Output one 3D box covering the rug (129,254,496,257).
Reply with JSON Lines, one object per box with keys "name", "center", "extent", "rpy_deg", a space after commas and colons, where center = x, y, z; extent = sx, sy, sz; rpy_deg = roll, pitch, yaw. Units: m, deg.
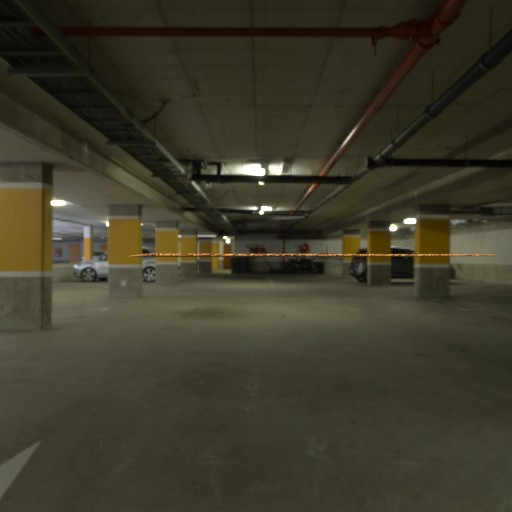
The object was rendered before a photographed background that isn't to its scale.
{"name": "rug", "center": [0.000, 0.000, 2.150], "extent": [1.143, 0.006, 1.747], "rpy_deg": [0, 0, -18]}
